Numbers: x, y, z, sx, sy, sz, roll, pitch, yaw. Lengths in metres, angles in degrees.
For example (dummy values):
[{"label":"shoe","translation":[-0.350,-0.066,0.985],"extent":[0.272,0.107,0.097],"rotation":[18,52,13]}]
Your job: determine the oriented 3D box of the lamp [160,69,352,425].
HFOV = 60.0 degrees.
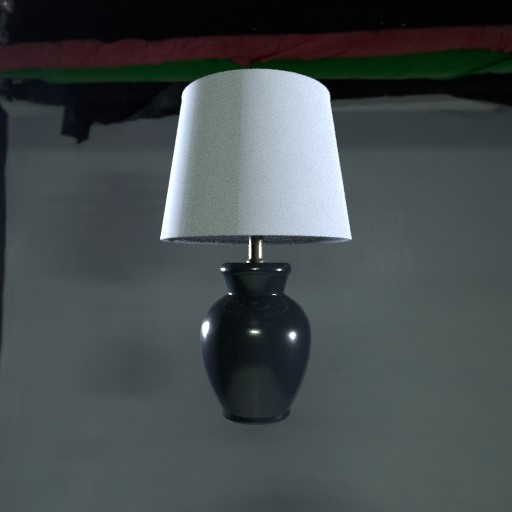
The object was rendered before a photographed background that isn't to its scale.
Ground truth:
[{"label":"lamp","translation":[0.000,0.000,0.567],"extent":[0.239,0.399,0.239],"rotation":[0,-1,0]}]
